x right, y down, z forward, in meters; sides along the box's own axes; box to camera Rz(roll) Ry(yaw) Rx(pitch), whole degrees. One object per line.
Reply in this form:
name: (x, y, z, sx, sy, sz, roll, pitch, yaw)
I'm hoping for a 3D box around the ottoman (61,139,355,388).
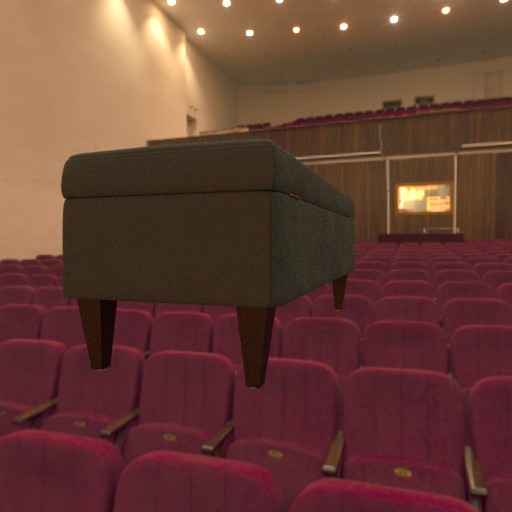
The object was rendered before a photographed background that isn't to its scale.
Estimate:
ottoman: (0.000, 0.000, 1.384, 0.482, 0.469, 1.151, 1, 2, 19)
